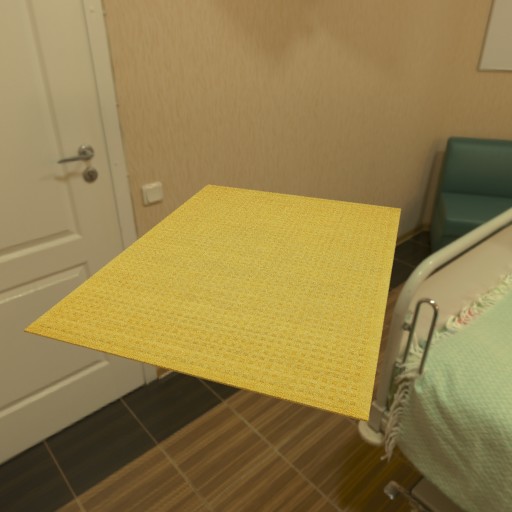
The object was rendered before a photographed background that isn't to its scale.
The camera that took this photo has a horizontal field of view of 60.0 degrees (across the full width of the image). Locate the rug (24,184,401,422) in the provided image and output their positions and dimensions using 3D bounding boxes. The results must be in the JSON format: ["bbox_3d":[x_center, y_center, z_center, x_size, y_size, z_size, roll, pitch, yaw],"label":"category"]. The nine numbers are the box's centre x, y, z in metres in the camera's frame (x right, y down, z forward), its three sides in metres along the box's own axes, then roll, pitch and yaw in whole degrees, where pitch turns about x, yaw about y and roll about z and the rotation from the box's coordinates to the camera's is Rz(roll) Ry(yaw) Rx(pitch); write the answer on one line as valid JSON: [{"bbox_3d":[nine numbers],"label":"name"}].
[{"bbox_3d":[0.000,0.000,4.233,2.486,0.015,3.242,10,31,17],"label":"rug"}]
